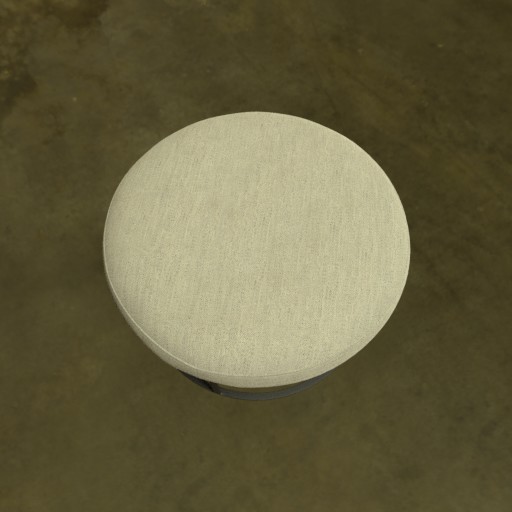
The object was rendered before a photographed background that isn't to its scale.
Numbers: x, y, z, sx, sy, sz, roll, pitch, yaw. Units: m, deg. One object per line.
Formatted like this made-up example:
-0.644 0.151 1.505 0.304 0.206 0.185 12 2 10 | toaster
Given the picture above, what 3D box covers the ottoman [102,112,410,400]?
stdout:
0.000 0.000 1.242 0.769 0.459 0.769 0 62 0 | ottoman
